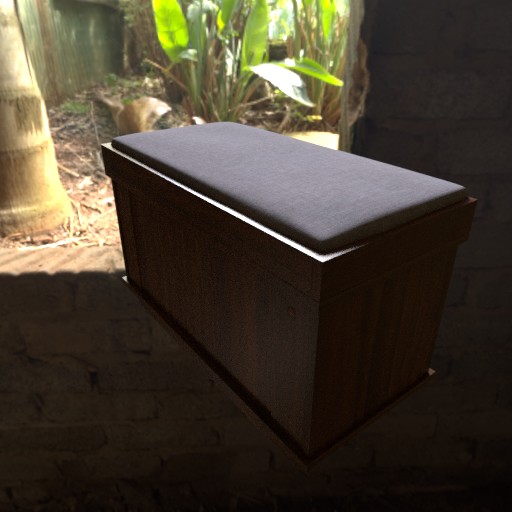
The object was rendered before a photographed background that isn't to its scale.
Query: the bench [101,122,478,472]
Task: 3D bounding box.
[{"bbox_3d":[0.000,0.000,0.975,0.362,0.461,0.734,-19,33,-32],"label":"bench"}]
